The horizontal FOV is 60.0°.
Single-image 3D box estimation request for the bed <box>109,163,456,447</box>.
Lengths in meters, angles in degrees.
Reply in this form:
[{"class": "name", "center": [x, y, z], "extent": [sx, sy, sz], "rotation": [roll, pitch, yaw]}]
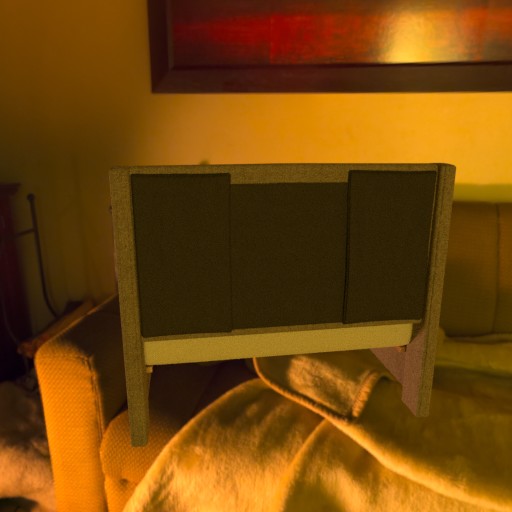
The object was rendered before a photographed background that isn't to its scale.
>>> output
[{"class": "bed", "center": [0.000, 0.000, 3.372], "extent": [1.714, 1.481, 2.245], "rotation": [-2, 15, -9]}]
